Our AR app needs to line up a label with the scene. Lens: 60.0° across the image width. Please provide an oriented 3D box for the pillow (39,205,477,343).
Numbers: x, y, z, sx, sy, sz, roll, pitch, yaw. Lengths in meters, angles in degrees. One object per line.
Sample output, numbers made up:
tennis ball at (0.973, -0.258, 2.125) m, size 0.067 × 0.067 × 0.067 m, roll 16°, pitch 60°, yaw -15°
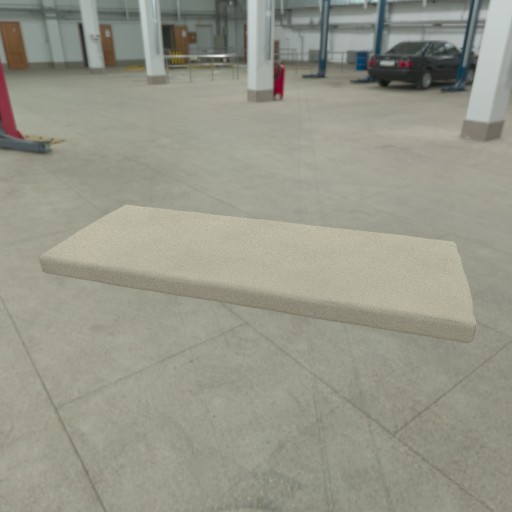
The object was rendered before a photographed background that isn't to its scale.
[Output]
pillow at (0.000, 0.000, 1.317) m, size 1.187 × 0.081 × 0.492 m, roll 8°, pitch 27°, yaw 15°
